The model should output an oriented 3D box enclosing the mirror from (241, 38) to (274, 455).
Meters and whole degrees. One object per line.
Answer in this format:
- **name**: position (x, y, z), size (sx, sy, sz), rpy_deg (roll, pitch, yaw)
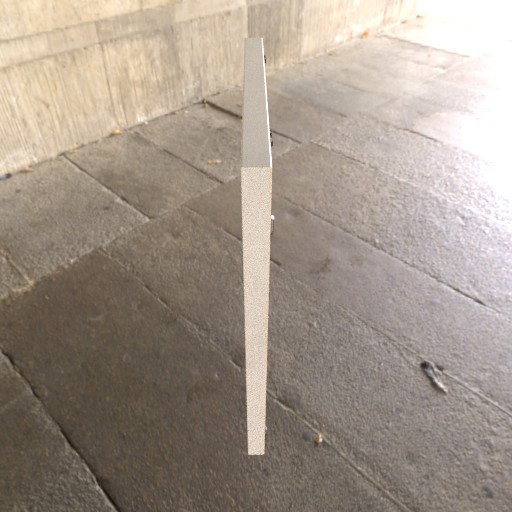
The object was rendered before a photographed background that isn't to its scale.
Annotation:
- **mirror**: position (0.000, 0.000, 0.925), size (0.040, 0.710, 0.507), rpy_deg (0, 41, 0)
